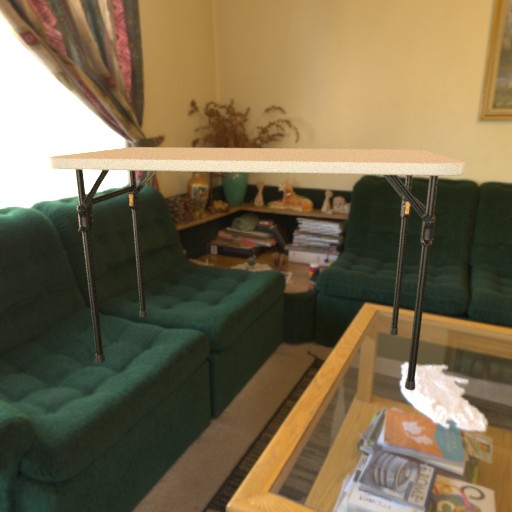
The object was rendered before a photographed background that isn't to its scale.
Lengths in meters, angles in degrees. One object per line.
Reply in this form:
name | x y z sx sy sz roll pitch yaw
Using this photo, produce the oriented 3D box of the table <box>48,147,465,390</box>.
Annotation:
table | 0.000 0.000 1.609 1.219 0.729 0.610 3 17 9
